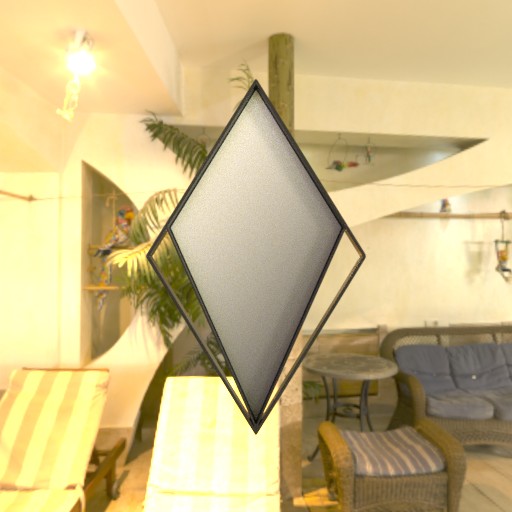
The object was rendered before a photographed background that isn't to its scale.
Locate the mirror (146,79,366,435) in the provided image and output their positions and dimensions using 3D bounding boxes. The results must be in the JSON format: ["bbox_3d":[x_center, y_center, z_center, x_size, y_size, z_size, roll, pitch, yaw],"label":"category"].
[{"bbox_3d":[0.000,0.000,0.860,0.419,0.679,0.032,0,-1,0],"label":"mirror"}]
